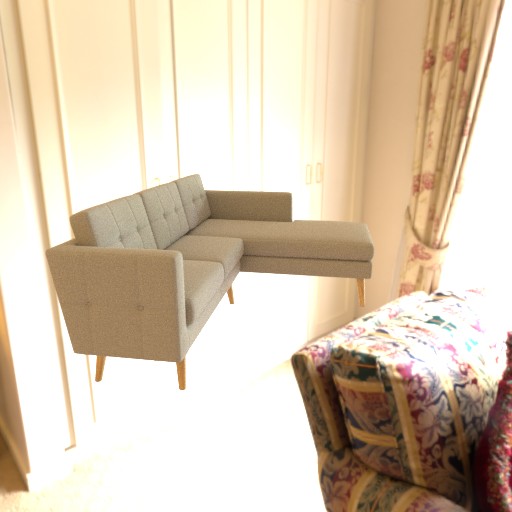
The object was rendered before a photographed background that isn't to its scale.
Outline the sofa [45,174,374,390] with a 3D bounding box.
[{"bbox_3d":[0.000,0.000,2.832,1.530,0.860,2.040,3,16,9],"label":"sofa"}]
